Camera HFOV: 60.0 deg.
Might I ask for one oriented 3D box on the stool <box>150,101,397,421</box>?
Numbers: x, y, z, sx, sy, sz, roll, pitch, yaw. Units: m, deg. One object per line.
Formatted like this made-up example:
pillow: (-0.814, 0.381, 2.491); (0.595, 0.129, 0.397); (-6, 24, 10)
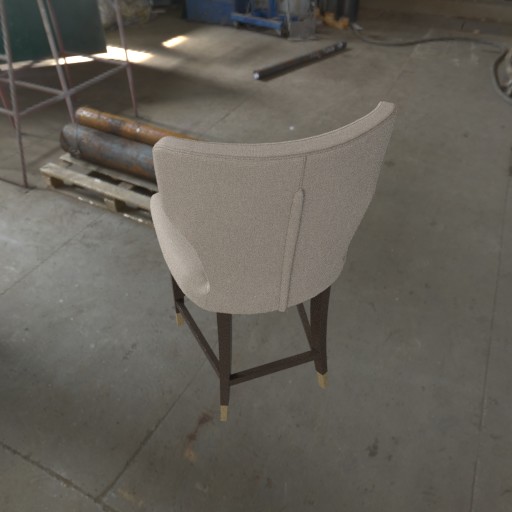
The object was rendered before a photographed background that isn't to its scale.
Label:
stool: (0.000, 0.000, 1.311); (0.527, 0.982, 0.563); (-13, 43, -15)
